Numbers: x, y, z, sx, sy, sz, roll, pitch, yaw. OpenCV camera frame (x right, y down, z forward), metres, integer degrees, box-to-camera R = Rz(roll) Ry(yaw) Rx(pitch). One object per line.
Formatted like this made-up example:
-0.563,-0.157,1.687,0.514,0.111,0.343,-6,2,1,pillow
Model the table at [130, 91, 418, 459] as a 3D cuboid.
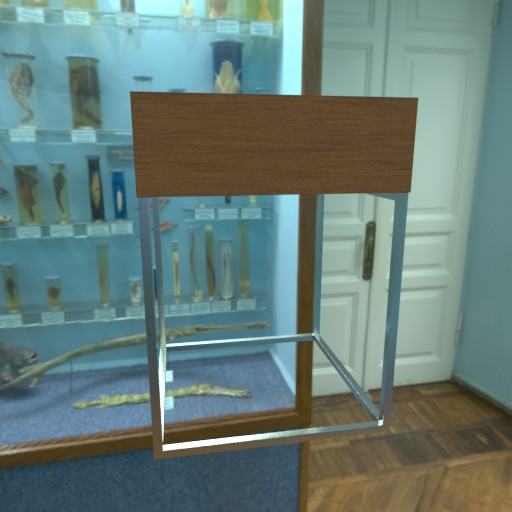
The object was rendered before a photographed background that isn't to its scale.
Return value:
0.000,0.000,0.849,0.397,0.540,0.398,-2,14,-10,table
